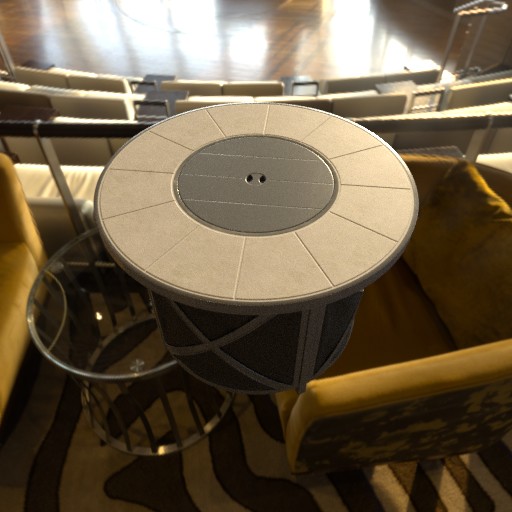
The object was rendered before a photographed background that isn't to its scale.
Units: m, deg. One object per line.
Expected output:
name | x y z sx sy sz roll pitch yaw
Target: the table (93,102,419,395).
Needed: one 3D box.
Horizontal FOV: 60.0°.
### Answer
table | 0.000 0.000 1.521 0.914 0.650 0.914 0 47 0
